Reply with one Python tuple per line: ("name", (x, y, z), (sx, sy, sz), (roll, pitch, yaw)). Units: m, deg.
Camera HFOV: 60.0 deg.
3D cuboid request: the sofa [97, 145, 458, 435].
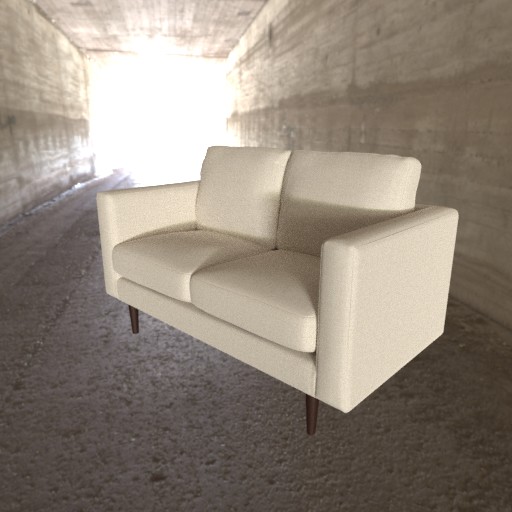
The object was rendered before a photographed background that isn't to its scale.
("sofa", (0.000, 0.000, 1.965), (1.430, 0.908, 0.796), (15, 22, 41))
